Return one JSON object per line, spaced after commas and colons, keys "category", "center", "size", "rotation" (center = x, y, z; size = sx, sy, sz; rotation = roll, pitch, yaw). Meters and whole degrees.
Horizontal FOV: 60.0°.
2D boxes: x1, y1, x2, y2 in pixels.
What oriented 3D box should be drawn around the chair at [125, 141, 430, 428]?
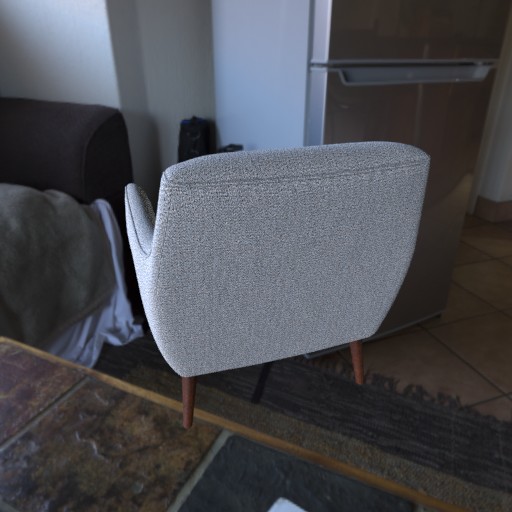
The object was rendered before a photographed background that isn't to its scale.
{"category": "chair", "center": [0.000, 0.000, 1.435], "size": [0.762, 0.838, 0.787], "rotation": [-8, 28, -16]}
